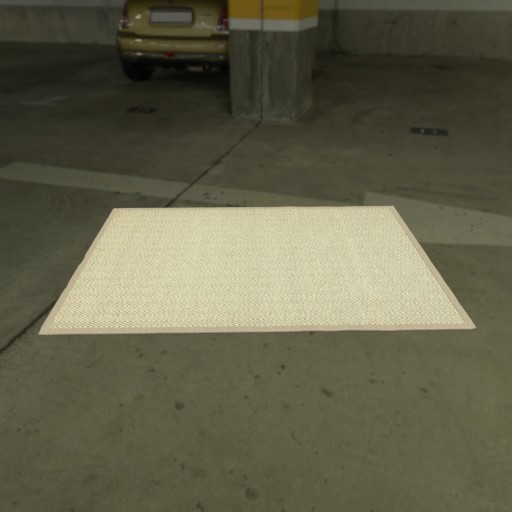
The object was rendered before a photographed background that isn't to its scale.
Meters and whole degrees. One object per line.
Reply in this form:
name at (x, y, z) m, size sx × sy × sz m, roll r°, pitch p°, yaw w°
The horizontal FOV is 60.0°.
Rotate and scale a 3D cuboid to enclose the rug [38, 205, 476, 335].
rug at (0.000, 0.000, 2.963) m, size 2.290 × 0.021 × 1.540 m, roll -1°, pitch 31°, yaw -1°
